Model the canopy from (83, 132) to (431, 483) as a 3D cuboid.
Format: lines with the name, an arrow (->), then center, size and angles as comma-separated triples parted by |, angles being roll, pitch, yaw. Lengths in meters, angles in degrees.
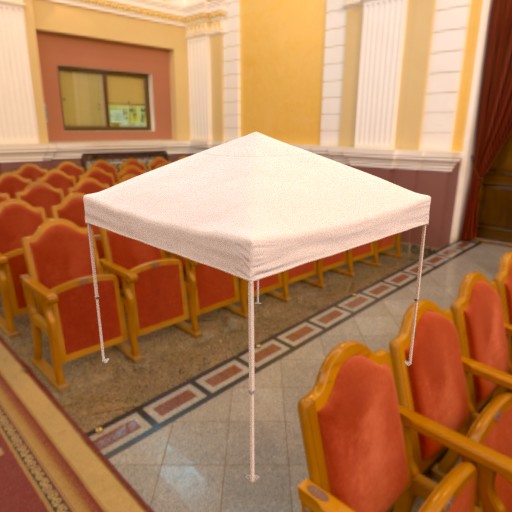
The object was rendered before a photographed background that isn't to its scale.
canopy -> 0.000, 0.000, 5.553 | 2.998, 2.997, 2.996 | -16, 23, -42
